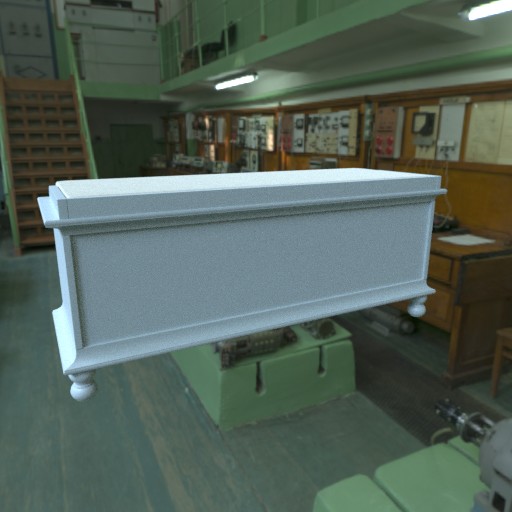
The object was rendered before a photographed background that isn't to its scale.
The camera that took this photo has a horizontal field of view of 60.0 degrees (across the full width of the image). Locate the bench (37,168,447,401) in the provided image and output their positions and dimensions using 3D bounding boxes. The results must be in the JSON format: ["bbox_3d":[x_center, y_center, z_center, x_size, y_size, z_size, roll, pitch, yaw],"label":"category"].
[{"bbox_3d":[0.000,0.000,1.395,1.185,0.486,0.402,-8,17,-26],"label":"bench"}]
